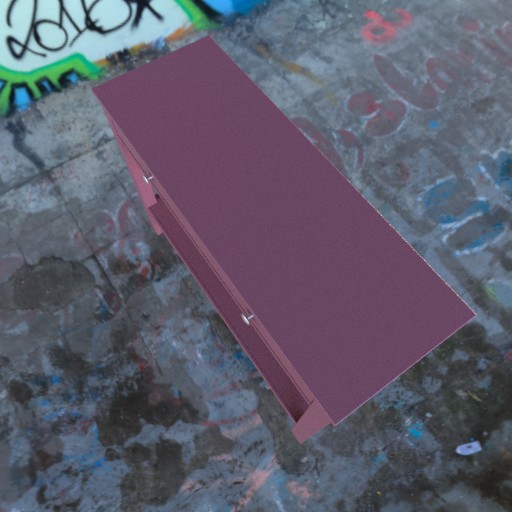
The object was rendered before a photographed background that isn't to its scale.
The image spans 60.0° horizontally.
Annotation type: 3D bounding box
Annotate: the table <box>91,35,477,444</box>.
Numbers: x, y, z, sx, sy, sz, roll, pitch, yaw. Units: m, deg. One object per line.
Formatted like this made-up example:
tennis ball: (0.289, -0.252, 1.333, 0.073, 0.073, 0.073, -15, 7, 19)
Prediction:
table: (0.000, 0.000, 1.418, 0.397, 0.753, 1.068, -32, 68, -15)
